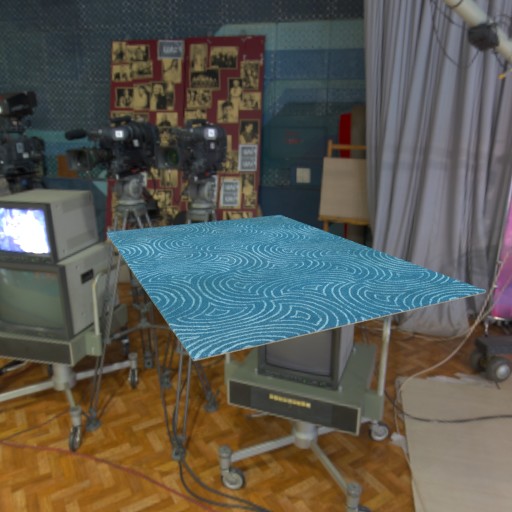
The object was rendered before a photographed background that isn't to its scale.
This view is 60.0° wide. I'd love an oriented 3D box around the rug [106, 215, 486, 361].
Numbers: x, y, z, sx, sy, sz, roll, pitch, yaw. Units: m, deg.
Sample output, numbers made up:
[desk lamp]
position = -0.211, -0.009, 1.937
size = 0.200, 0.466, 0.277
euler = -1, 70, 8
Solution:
[rug]
position = 0.000, 0.000, 2.839
size = 1.543, 0.015, 2.144
euler = -8, 18, -25
